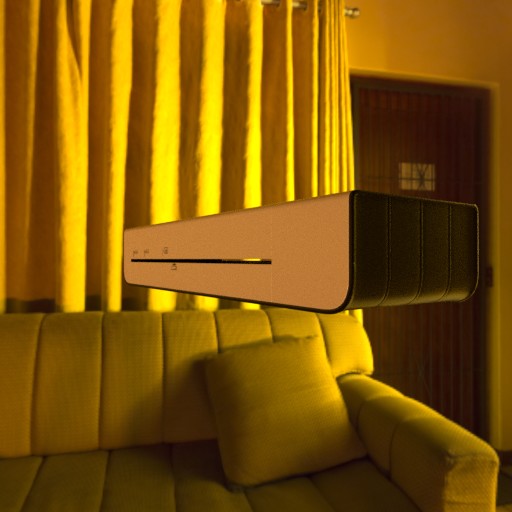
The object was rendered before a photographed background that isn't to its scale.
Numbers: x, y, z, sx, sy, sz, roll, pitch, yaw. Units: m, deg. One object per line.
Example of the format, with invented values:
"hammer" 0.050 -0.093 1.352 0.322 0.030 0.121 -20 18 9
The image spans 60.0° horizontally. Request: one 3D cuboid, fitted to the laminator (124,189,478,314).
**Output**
"laminator" 0.000 0.000 0.386 0.123 0.062 0.340 0 0 -34
